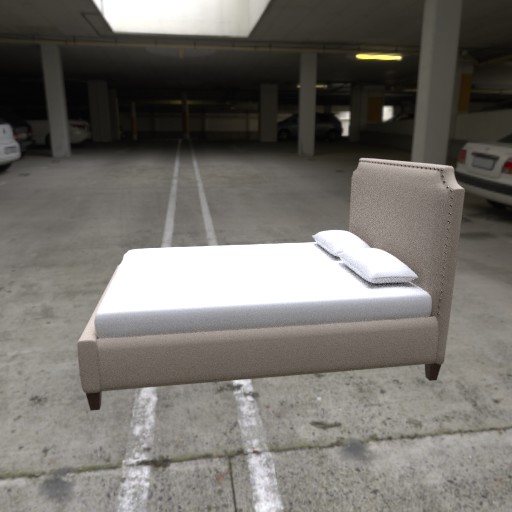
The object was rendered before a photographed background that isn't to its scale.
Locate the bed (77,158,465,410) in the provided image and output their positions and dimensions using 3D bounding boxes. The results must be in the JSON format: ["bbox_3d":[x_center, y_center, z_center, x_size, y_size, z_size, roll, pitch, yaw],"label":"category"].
[{"bbox_3d":[0.000,0.000,3.473,2.372,1.443,1.713,-2,15,-9],"label":"bed"}]
